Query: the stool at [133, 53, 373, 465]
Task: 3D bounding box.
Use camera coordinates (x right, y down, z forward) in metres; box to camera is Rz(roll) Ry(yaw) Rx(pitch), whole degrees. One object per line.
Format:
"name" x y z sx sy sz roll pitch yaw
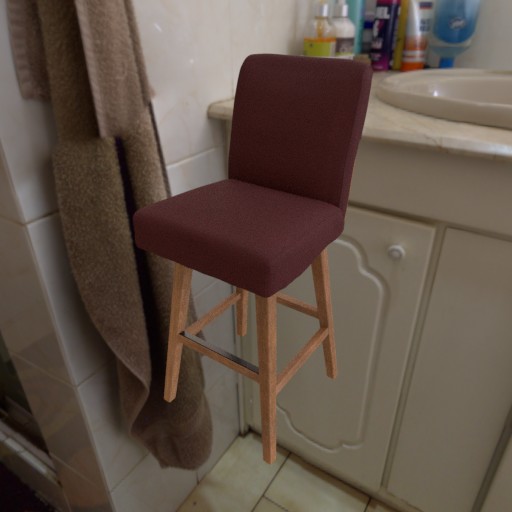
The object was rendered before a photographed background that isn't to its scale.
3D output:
"stool" 0.000 0.000 1.370 0.468 1.093 0.562 19 35 30
